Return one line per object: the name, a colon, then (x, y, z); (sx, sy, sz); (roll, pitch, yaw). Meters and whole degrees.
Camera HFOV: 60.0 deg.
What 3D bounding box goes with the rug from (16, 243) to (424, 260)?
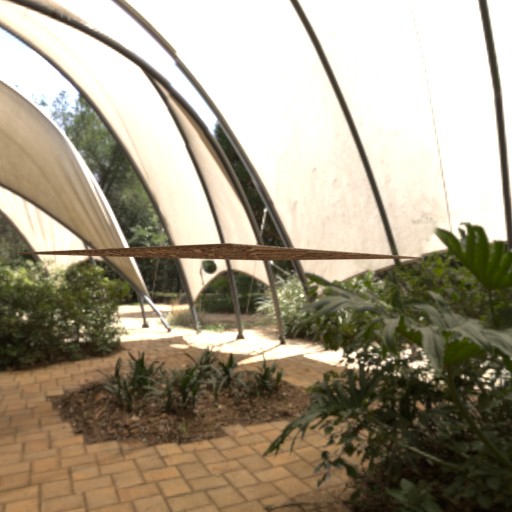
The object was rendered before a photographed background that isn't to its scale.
rug: (0.000, 0.000, 2.988); (1.545, 0.010, 2.440); (-1, -2, 36)
